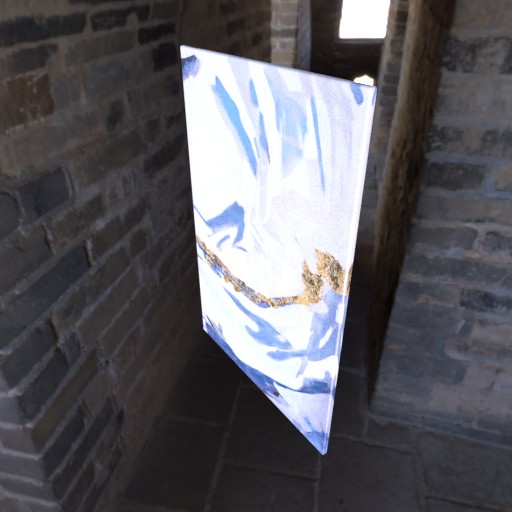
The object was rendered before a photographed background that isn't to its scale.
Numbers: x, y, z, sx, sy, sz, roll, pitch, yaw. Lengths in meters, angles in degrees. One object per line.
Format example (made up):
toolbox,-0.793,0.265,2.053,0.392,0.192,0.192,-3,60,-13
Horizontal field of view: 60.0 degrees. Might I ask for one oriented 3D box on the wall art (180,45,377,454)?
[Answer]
wall art,0.000,0.000,1.123,0.016,0.914,0.610,-21,38,-30
